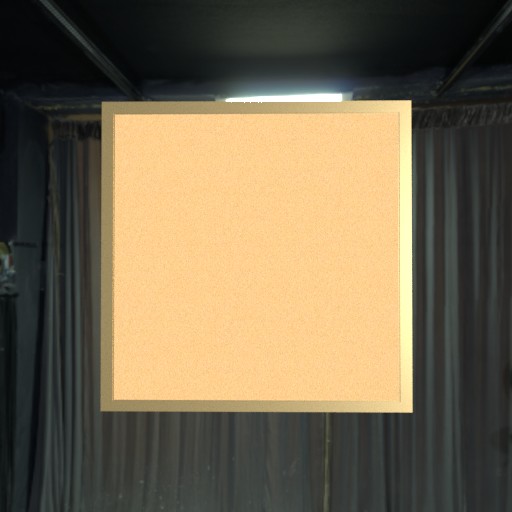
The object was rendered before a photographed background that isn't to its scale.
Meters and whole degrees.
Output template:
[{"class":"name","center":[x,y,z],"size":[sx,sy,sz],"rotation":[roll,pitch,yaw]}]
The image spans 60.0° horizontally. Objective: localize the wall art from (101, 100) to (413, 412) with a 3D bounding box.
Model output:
[{"class":"wall art","center":[0.000,0.000,1.879],"size":[1.284,1.284,0.095],"rotation":[0,-1,1]}]
